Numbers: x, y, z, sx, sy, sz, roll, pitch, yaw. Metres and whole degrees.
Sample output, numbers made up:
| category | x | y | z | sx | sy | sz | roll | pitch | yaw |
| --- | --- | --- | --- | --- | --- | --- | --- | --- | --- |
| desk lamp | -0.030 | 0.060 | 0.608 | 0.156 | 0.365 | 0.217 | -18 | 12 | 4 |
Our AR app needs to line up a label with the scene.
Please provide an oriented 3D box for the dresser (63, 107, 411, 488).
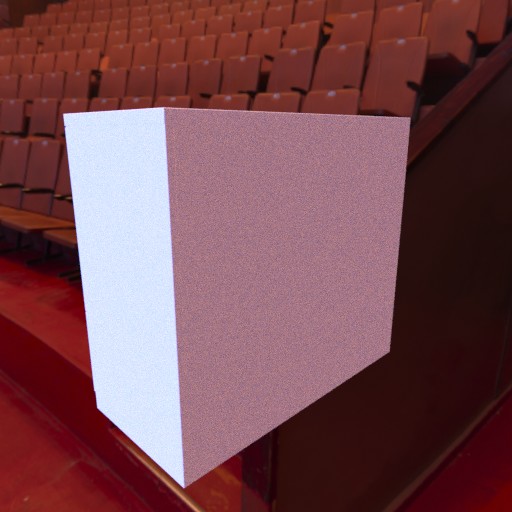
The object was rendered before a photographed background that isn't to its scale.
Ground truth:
| category | x | y | z | sx | sy | sz | roll | pitch | yaw |
| --- | --- | --- | --- | --- | --- | --- | --- | --- | --- |
| dresser | 0.000 | 0.000 | 1.230 | 0.830 | 0.740 | 0.420 | -15 | 22 | -43 |
